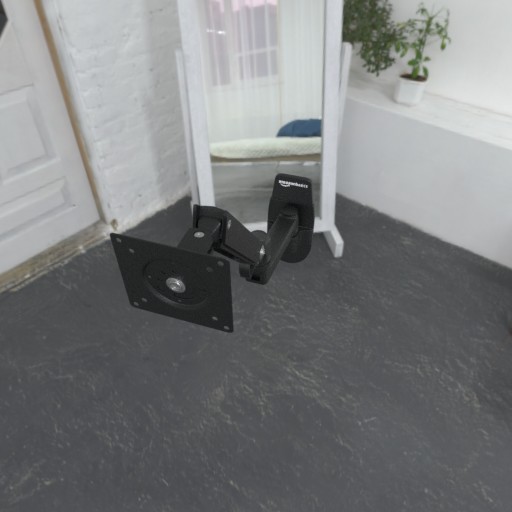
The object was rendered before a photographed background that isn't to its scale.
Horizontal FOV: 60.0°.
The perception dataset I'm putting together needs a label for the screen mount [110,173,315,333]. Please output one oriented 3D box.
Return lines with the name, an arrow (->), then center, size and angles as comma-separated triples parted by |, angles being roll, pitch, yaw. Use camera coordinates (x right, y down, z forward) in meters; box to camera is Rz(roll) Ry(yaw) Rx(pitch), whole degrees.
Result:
screen mount -> 0.000, 0.000, 0.713 | 0.115, 0.466, 0.495 | 13, 45, 13
